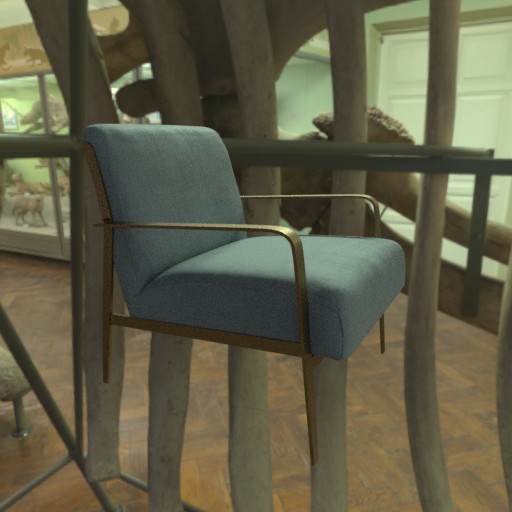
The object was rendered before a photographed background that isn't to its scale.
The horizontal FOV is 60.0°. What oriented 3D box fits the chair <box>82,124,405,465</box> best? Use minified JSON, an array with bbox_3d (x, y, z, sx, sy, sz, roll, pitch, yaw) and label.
[{"bbox_3d":[0.000,0.000,1.433,0.842,0.824,0.701,8,17,28],"label":"chair"}]
